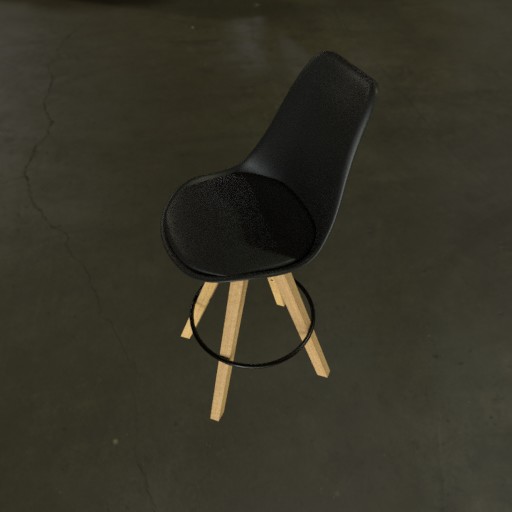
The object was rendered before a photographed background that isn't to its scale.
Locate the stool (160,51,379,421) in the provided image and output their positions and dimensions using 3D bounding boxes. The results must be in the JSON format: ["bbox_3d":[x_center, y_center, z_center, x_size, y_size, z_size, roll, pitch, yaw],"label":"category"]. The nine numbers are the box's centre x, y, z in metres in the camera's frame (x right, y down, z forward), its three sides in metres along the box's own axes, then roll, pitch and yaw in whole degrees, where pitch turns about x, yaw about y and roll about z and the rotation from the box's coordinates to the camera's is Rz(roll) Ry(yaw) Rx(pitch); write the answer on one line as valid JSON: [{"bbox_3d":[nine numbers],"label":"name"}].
[{"bbox_3d":[0.000,0.000,1.400,0.550,1.115,0.485,-17,48,-16],"label":"stool"}]
